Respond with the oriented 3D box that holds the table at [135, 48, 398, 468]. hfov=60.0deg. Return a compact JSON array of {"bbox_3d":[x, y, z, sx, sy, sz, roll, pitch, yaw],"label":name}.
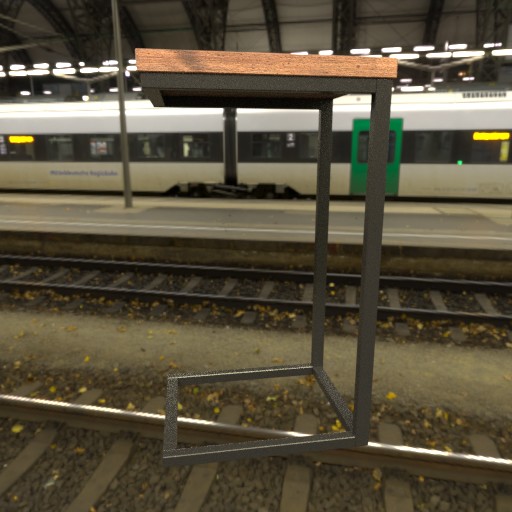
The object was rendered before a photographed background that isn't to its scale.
[{"bbox_3d":[0.000,0.000,0.920,0.414,0.718,0.323,-2,14,-9],"label":"table"}]
